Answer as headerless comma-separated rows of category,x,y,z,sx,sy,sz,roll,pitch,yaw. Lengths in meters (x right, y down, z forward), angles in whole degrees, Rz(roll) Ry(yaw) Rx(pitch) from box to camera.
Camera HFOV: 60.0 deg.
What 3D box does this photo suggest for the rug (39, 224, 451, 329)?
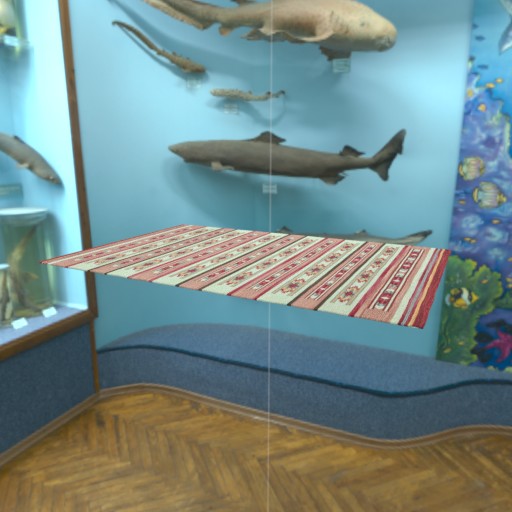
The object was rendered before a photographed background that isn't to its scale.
rug,0.000,0.000,2.337,1.817,0.008,1.223,7,16,26
